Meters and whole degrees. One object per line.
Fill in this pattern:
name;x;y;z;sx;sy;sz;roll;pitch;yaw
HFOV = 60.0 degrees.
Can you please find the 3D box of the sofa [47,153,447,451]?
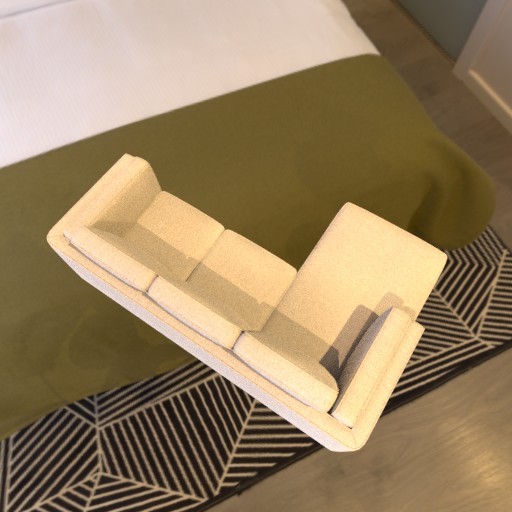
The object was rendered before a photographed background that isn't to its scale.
sofa;0.000;0.000;3.213;2.411;0.929;1.604;31;69;14
